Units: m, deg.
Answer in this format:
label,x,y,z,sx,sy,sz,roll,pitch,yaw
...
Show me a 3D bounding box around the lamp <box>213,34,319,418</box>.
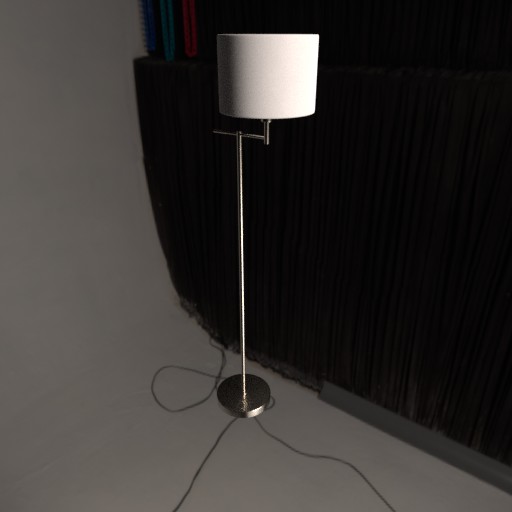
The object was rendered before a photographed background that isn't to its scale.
label,x,y,z,sx,sy,sz,roll,pitch,yaw
lamp,0.000,0.000,1.791,0.416,1.600,0.324,18,31,32
